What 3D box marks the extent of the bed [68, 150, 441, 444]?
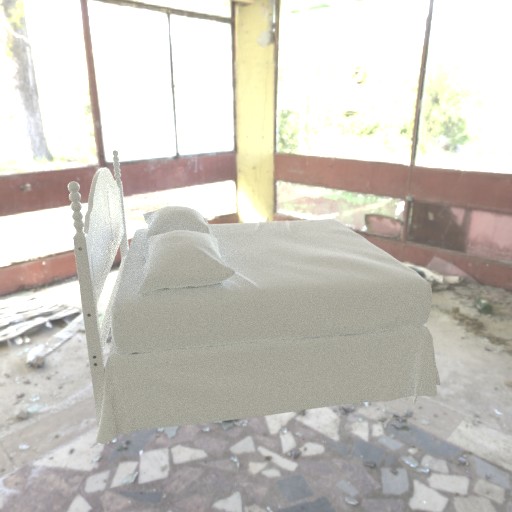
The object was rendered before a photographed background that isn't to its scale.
[{"bbox_3d":[0.000,0.000,3.131,2.040,1.356,1.873,-3,19,-10],"label":"bed"}]
